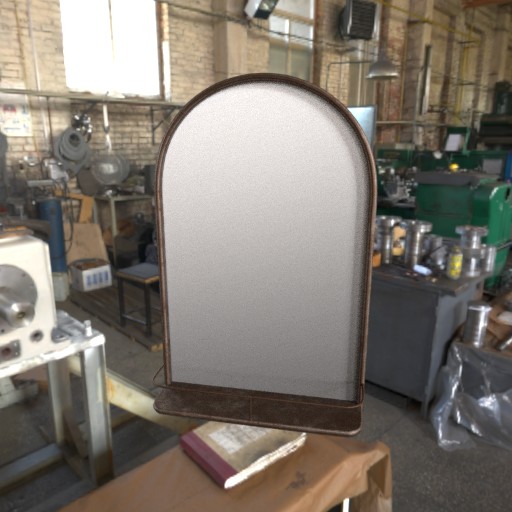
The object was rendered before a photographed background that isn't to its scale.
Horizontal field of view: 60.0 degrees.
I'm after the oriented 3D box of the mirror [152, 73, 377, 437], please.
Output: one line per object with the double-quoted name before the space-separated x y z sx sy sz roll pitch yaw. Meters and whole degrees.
"mirror" 0.000 0.000 0.980 0.510 0.770 0.137 3 14 11
